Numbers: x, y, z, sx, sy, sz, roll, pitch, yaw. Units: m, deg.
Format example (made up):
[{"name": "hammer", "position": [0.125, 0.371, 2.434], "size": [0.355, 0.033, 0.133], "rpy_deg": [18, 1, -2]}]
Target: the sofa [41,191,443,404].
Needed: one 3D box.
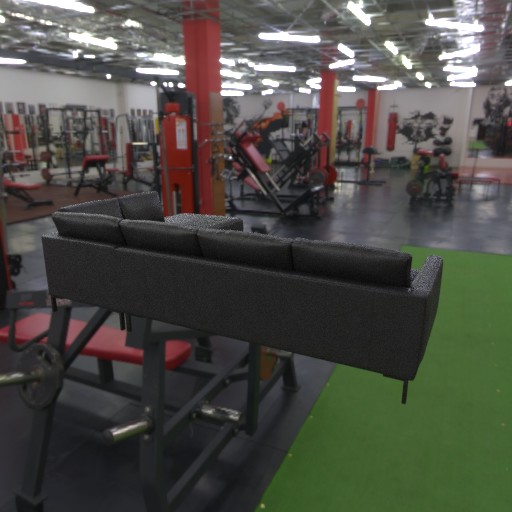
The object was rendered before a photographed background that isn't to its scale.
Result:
[{"name": "sofa", "position": [0.000, 0.000, 3.796], "size": [2.984, 0.877, 1.938], "rpy_deg": [8, 18, 26]}]
